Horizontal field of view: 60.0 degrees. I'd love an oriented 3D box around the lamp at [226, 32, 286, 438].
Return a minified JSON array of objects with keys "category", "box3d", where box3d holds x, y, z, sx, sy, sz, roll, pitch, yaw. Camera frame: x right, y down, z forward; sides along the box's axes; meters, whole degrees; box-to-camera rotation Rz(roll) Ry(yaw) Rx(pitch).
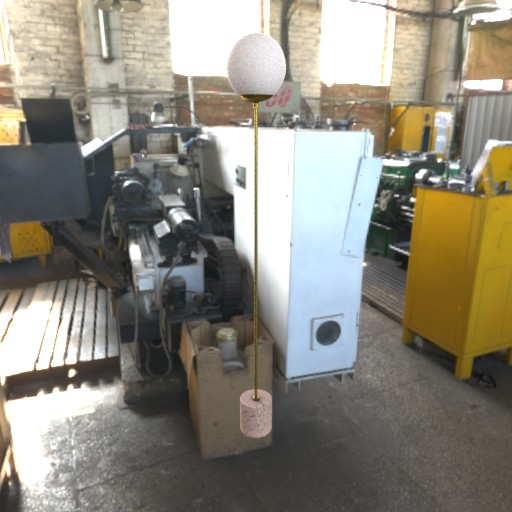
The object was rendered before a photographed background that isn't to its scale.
[{"category":"lamp","box3d":[0.000,0.000,1.914,0.229,1.748,0.229,9,19,27]}]
